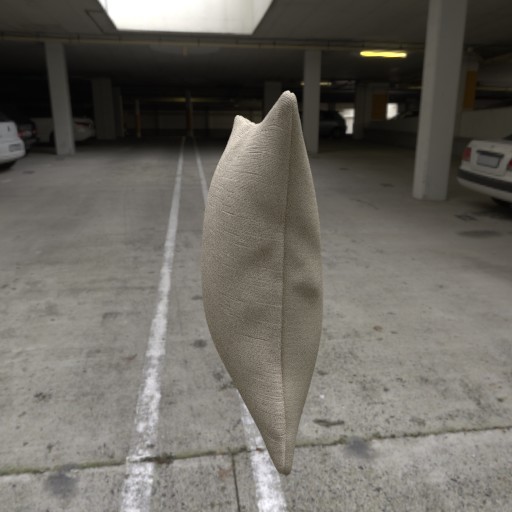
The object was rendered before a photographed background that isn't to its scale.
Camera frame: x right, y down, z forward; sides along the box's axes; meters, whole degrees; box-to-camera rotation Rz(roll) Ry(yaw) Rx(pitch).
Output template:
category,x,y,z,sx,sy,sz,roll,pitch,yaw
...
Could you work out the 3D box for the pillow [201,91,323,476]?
category,x,y,z,sx,sy,sz,roll,pitch,yaw
pillow,0.000,0.000,0.656,0.162,0.420,0.437,-2,15,-8
